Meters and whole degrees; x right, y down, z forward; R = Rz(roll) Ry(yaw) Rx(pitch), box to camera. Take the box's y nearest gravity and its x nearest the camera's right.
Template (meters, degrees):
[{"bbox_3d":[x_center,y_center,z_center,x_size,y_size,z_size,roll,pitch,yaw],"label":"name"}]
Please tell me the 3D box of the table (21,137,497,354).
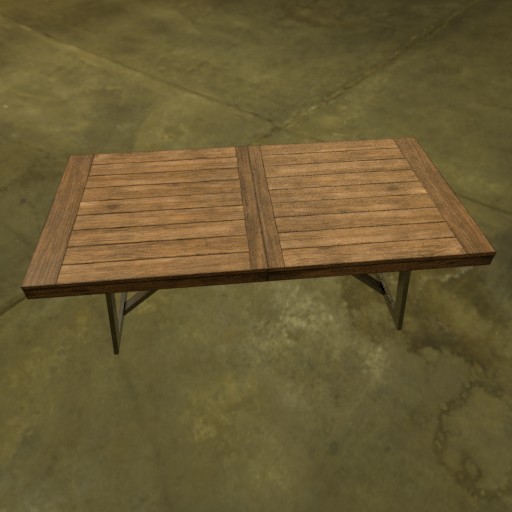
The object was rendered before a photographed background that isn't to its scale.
[{"bbox_3d":[0.000,0.000,2.324,1.867,0.757,0.931,-4,44,-4],"label":"table"}]
